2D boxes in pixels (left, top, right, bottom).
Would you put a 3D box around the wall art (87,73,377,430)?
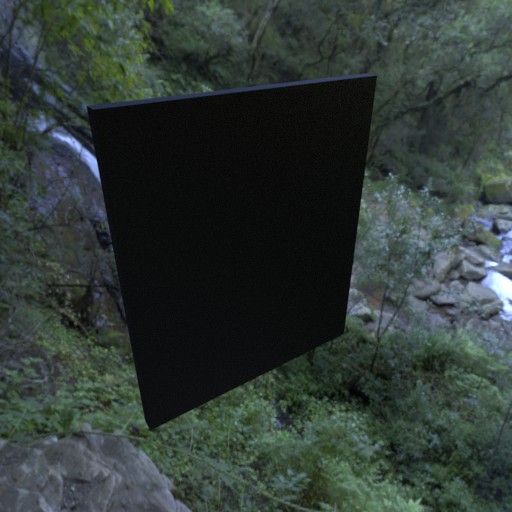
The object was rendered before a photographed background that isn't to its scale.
[{"bbox_3d":[0.000,0.000,0.702,0.428,0.505,0.023,-19,35,-29],"label":"wall art"}]
